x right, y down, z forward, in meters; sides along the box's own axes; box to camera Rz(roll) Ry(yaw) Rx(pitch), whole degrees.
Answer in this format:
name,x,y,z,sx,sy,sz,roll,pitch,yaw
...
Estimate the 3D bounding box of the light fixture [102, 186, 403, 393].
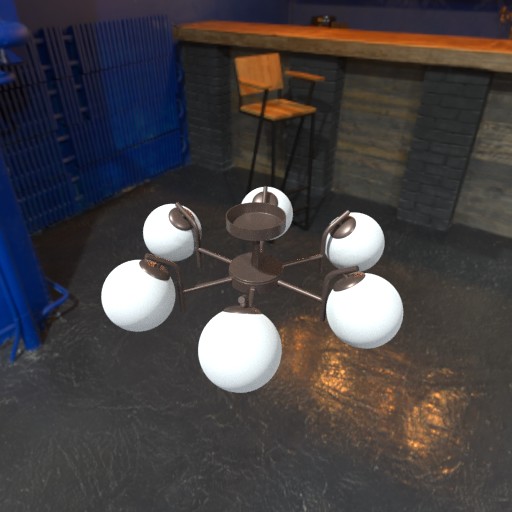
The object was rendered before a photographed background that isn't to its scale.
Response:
name,x,y,z,sx,sy,sz,roll,pitch,yaw
light fixture,0.000,0.000,0.973,0.662,0.201,0.662,0,32,0
